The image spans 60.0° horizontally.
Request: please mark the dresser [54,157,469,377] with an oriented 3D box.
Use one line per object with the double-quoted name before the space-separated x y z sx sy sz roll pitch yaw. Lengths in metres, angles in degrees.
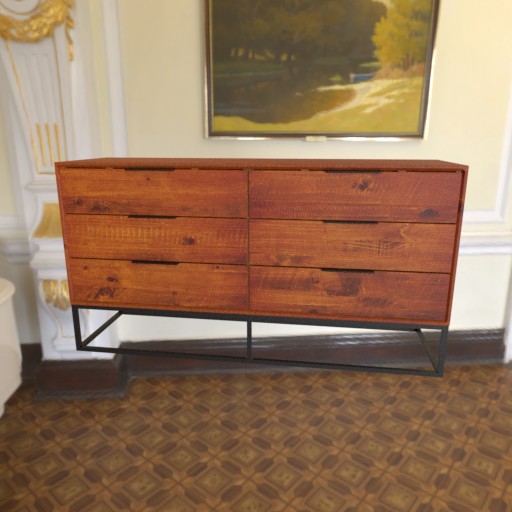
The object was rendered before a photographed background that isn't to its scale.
"dresser" 0.000 0.000 1.929 1.536 0.810 0.464 2 15 8
